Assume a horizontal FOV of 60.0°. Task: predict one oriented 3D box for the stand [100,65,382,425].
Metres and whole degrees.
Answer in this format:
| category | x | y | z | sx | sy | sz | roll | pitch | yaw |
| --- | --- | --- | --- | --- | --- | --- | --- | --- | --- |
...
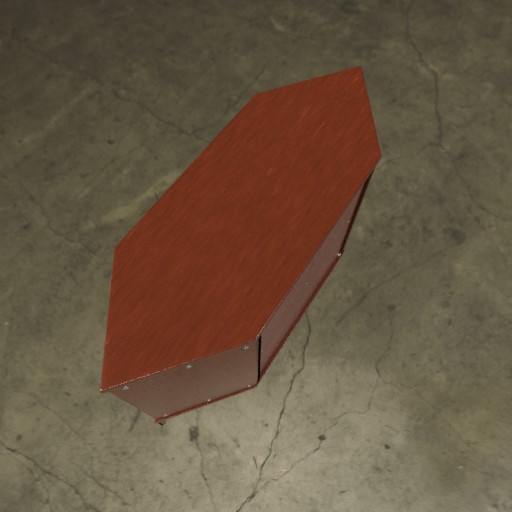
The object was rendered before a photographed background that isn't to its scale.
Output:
| category | x | y | z | sx | sy | sz | roll | pitch | yaw |
| --- | --- | --- | --- | --- | --- | --- | --- | --- | --- |
| stand | 0.000 | 0.000 | 1.319 | 0.381 | 0.614 | 1.072 | 31 | 67 | 14 |
